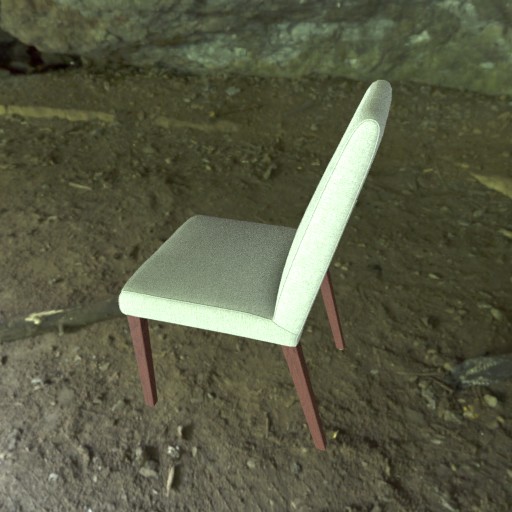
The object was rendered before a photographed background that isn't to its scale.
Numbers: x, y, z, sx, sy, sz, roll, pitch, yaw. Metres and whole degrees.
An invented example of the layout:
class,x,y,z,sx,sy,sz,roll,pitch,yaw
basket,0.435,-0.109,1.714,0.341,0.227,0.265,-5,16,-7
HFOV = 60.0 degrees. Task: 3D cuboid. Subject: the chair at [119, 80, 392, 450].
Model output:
class,x,y,z,sx,sy,sz,roll,pitch,yaw
chair,0.000,0.000,1.221,0.594,0.900,0.480,9,31,14
